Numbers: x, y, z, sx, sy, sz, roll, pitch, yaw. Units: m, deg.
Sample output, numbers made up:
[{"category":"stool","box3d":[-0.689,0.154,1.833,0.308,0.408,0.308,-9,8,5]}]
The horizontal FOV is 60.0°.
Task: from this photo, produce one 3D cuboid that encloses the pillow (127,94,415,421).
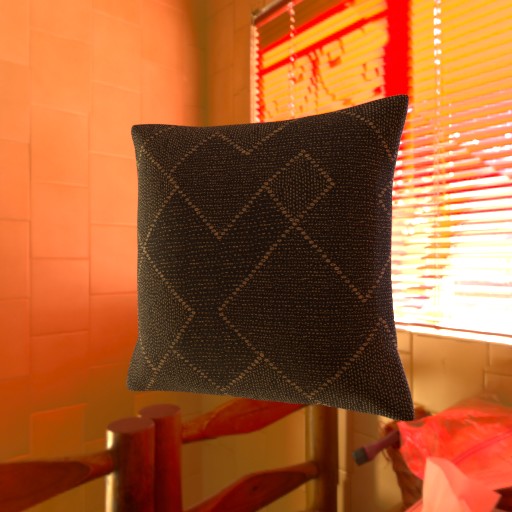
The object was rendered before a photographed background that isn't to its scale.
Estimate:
[{"category":"pillow","box3d":[0.000,0.000,0.649,0.435,0.428,0.148,0,-1,19]}]
